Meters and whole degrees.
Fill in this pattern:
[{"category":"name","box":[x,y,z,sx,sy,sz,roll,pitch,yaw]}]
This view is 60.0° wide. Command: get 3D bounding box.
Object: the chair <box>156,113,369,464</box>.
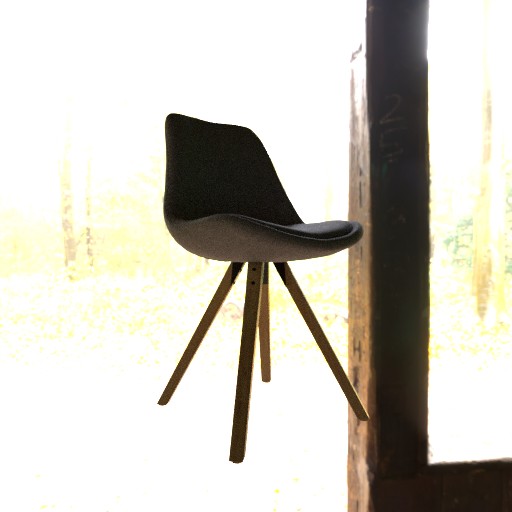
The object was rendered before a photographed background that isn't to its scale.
[{"category":"chair","box":[0.000,0.000,1.224,0.483,0.865,0.550,-1,1,-36]}]
